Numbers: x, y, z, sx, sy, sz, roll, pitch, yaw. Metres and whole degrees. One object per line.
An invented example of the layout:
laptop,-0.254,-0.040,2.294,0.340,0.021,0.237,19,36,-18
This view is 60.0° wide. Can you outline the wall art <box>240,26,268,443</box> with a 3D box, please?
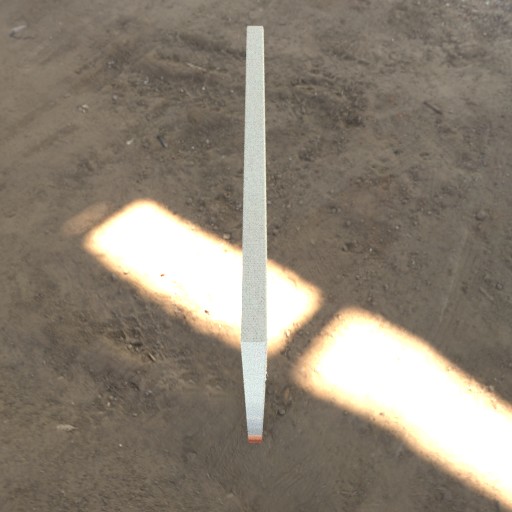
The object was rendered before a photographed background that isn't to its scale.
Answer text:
wall art,0.000,0.000,0.600,0.023,0.405,0.405,0,58,0
